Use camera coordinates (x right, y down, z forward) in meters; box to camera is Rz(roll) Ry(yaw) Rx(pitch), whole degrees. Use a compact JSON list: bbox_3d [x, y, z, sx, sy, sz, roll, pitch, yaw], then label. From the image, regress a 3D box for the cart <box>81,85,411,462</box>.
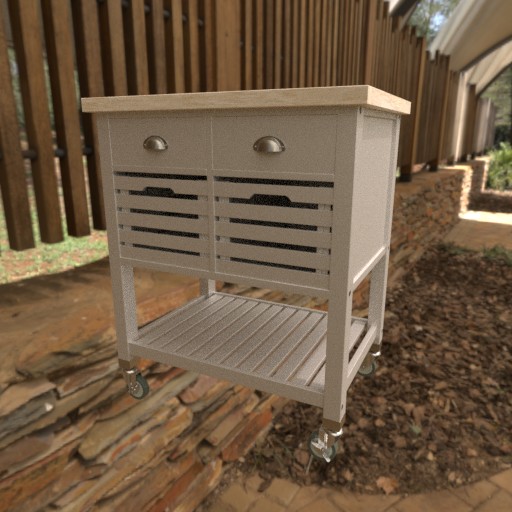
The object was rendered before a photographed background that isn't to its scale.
[{"bbox_3d":[0.000,0.000,1.377,0.762,0.914,0.559,8,17,26],"label":"cart"}]
